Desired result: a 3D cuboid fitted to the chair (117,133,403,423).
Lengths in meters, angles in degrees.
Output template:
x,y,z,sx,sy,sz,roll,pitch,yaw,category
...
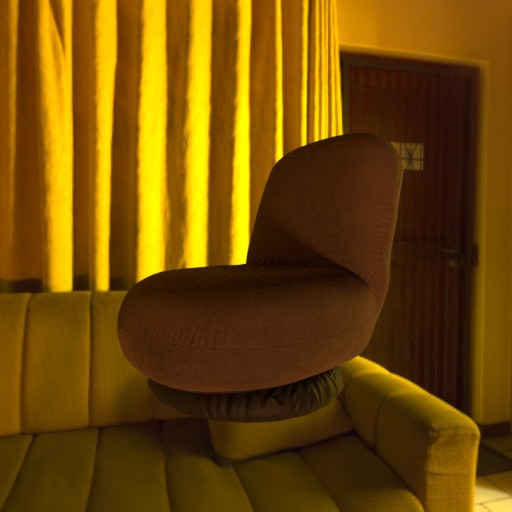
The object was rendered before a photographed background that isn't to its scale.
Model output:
x,y,z,sx,sy,sz,roll,pitch,yaw,category
0.000,0.000,1.012,0.597,0.594,0.521,-2,3,-36,chair
